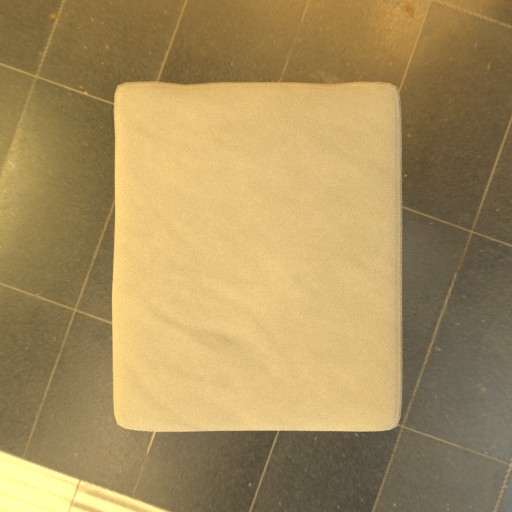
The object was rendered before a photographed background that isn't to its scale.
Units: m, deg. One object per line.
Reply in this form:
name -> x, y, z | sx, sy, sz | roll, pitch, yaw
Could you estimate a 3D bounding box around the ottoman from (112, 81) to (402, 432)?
ottoman -> 0.000, 0.000, 1.448 | 0.836, 0.492, 1.002 | 0, 90, 0
